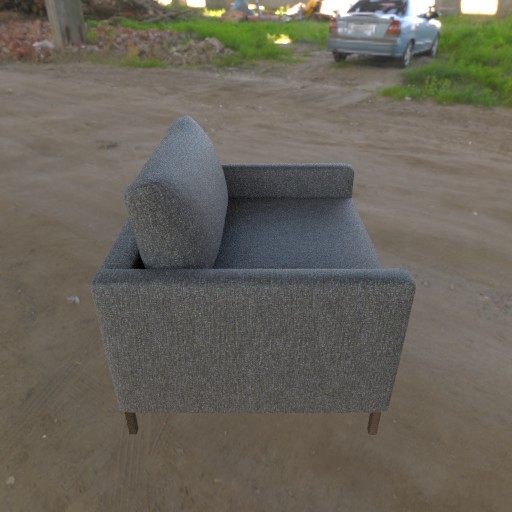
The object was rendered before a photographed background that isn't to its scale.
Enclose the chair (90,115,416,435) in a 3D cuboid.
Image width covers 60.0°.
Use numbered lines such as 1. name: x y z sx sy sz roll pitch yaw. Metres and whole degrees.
1. chair: 0.000 0.000 1.628 0.866 0.861 0.963 0 31 0
